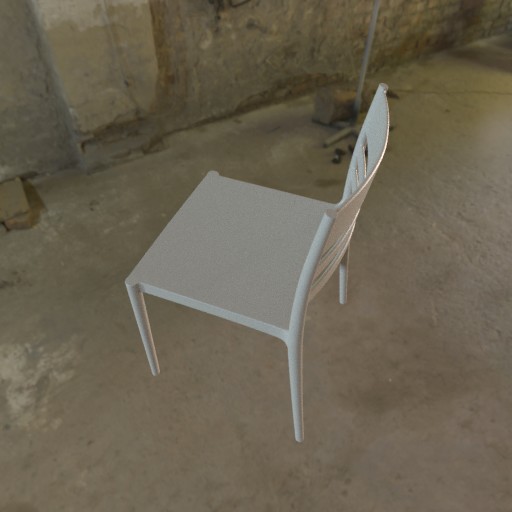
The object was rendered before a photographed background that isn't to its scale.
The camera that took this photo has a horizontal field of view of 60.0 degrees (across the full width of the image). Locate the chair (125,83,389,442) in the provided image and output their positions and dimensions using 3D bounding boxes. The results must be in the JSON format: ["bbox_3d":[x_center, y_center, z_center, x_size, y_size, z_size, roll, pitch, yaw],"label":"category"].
[{"bbox_3d":[0.000,0.000,1.160,0.511,0.800,0.531,16,49,14],"label":"chair"}]
